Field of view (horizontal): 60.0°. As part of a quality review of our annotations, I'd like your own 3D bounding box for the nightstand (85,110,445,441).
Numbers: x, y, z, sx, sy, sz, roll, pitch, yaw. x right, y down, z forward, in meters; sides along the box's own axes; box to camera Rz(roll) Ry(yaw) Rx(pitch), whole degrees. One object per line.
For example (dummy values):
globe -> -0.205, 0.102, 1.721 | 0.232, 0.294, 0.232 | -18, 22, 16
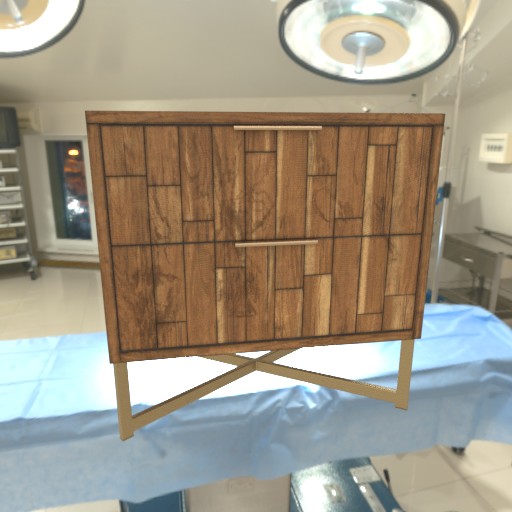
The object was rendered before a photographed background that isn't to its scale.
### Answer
nightstand -> 0.000, 0.000, 1.016 | 0.610, 0.610, 0.446 | -3, 16, -9
